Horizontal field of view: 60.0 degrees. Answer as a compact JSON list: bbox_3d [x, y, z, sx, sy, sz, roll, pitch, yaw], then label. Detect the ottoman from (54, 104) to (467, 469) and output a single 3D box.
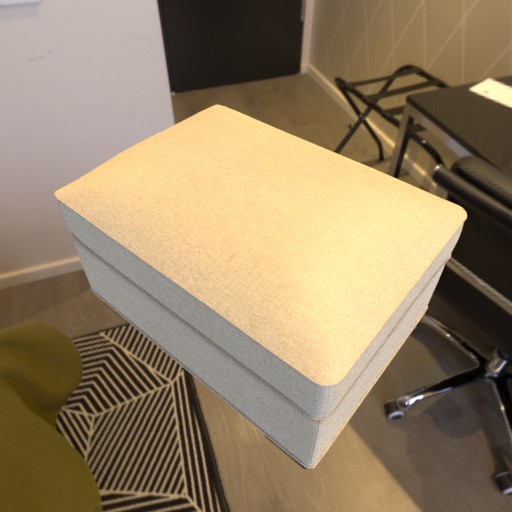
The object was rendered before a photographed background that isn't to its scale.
[{"bbox_3d":[0.000,0.000,1.221,0.843,0.504,0.619,31,54,26],"label":"ottoman"}]
